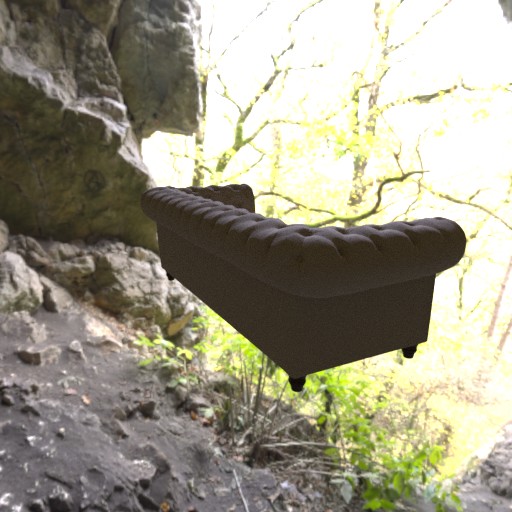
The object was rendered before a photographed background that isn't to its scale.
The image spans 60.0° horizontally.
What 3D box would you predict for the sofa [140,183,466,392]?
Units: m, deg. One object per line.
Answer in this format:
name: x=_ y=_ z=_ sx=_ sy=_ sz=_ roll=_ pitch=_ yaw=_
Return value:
sofa: x=0.000 y=0.000 z=3.174 sx=1.076 sy=0.847 sz=2.694 roll=-7 pitch=16 yaw=-27
